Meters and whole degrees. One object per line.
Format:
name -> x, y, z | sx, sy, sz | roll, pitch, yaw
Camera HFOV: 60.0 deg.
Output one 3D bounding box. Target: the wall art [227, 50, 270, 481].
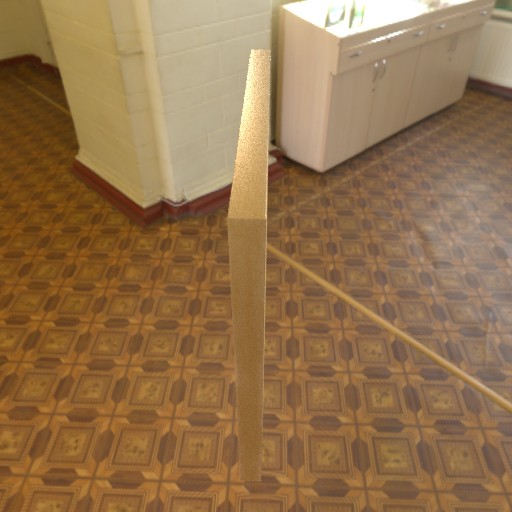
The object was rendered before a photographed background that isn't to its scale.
wall art -> 0.000, 0.000, 0.739 | 0.033, 0.509, 0.510 | 1, 40, 1
